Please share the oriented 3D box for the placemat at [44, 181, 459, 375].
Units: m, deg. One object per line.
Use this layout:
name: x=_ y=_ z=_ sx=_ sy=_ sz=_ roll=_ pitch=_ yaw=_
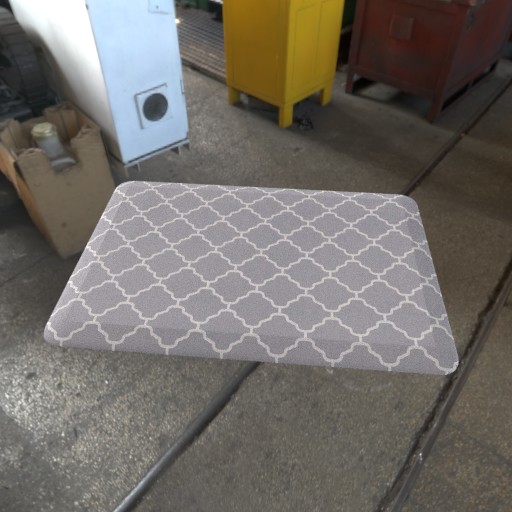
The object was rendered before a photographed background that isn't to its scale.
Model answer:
placemat: x=0.000 y=0.000 z=0.961 sx=0.762 sy=0.021 sz=0.508 roll=3 pitch=45 yaw=3
